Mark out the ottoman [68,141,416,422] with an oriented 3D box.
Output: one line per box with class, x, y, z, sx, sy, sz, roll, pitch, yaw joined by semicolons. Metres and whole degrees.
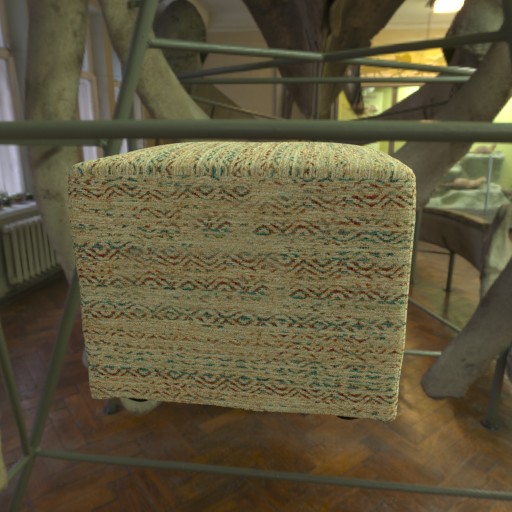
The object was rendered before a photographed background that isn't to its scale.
ottoman;0.000;0.000;0.911;0.521;0.453;0.512;2;16;8
